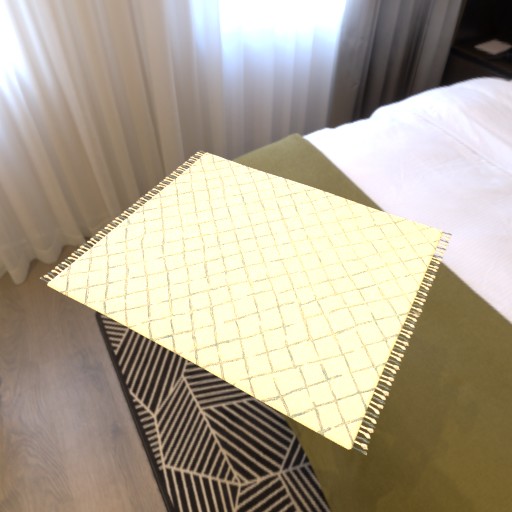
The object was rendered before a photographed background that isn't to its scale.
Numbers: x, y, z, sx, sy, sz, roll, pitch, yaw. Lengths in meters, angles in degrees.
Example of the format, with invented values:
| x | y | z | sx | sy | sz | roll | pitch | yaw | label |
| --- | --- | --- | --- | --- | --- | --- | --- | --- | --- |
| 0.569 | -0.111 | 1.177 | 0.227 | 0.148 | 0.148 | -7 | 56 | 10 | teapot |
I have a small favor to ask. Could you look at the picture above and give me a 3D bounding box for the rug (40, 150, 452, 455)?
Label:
| x | y | z | sx | sy | sz | roll | pitch | yaw | label |
| --- | --- | --- | --- | --- | --- | --- | --- | --- | --- |
| 0.000 | 0.000 | 4.859 | 3.585 | 0.036 | 2.892 | 22 | 49 | 21 | rug |
